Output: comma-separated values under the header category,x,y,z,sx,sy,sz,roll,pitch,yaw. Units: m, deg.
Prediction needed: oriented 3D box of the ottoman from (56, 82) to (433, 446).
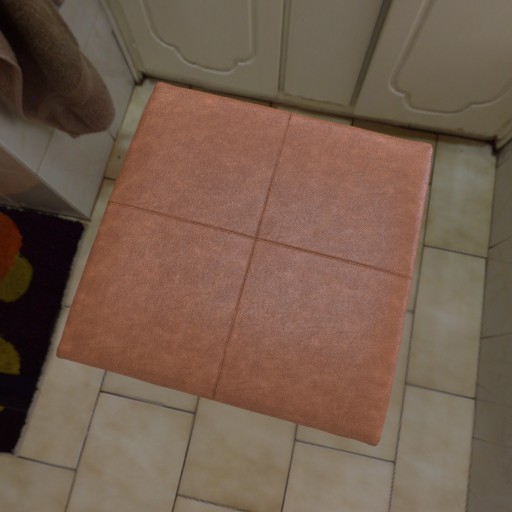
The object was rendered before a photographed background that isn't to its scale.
category,x,y,z,sx,sy,sz,roll,pitch,yaw
ottoman,0.000,0.000,1.595,1.016,0.442,1.013,14,76,4
